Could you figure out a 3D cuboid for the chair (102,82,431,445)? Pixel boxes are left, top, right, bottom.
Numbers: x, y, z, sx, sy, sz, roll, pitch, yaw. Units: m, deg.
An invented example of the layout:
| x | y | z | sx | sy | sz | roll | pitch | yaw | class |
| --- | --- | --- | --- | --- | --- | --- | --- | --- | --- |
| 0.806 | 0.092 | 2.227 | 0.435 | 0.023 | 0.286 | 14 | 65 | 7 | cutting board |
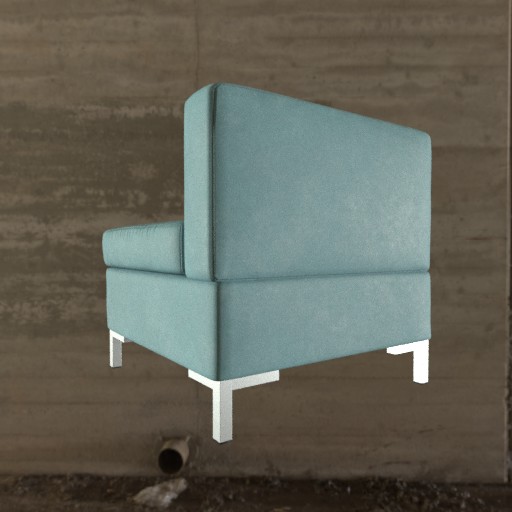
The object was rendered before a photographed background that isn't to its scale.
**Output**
| x | y | z | sx | sy | sz | roll | pitch | yaw | class |
| --- | --- | --- | --- | --- | --- | --- | --- | --- | --- |
| 0.000 | 0.000 | 1.222 | 0.680 | 0.660 | 0.680 | -1 | 1 | -35 | chair |
